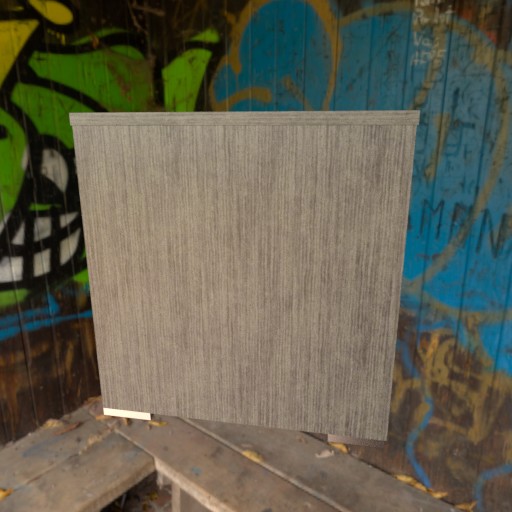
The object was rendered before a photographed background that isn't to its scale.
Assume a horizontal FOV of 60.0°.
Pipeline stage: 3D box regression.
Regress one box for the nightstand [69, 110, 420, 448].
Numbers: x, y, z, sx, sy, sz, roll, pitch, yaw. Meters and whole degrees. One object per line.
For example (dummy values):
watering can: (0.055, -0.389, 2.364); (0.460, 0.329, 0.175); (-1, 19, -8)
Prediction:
nightstand: (0.000, 0.000, 0.762); (0.441, 0.460, 0.325); (3, 16, 10)
